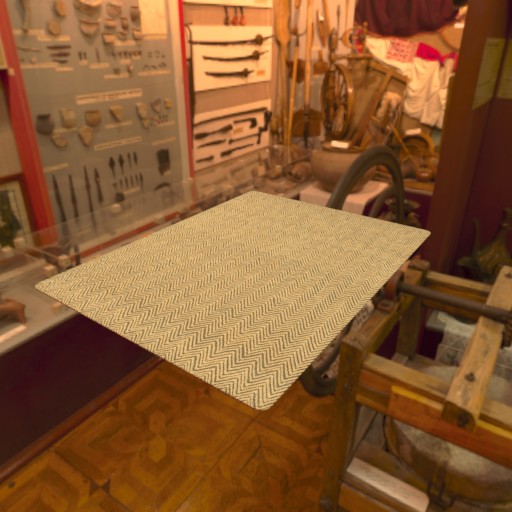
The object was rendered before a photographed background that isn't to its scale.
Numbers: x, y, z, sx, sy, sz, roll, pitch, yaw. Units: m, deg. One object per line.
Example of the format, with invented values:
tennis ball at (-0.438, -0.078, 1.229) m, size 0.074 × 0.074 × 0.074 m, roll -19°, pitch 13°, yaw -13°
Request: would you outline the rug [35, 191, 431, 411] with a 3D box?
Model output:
rug at (0.000, 0.000, 4.328) m, size 2.439 × 0.014 × 3.207 m, roll 18°, pitch 32°, yaw 32°
